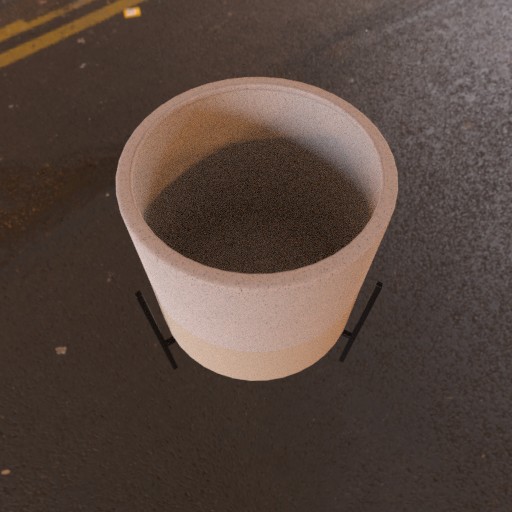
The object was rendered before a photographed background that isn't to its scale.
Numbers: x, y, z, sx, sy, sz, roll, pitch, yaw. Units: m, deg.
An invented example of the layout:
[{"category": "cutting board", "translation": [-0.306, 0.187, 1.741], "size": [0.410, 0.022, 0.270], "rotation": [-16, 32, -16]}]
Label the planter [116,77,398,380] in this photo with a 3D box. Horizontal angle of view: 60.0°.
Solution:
[{"category": "planter", "translation": [0.000, 0.000, 0.674], "size": [0.313, 0.423, 0.335], "rotation": [-3, 58, -2]}]
